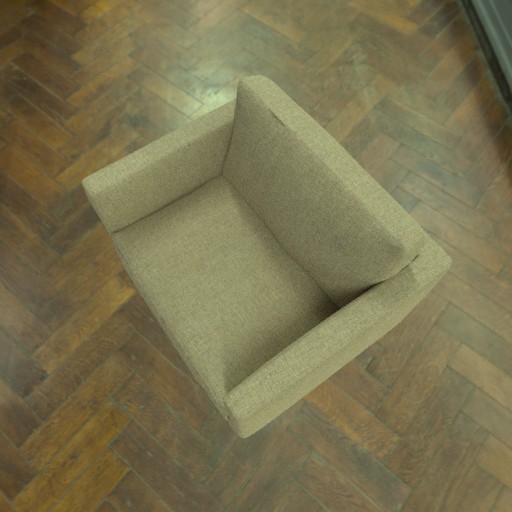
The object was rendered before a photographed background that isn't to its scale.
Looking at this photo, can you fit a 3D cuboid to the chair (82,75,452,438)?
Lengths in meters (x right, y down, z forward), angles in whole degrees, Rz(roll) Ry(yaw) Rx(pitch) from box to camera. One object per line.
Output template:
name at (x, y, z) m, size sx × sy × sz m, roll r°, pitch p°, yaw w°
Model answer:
chair at (0.000, 0.000, 1.871) m, size 0.959 × 0.987 × 1.107 m, roll -33°, pitch 68°, yaw -15°
